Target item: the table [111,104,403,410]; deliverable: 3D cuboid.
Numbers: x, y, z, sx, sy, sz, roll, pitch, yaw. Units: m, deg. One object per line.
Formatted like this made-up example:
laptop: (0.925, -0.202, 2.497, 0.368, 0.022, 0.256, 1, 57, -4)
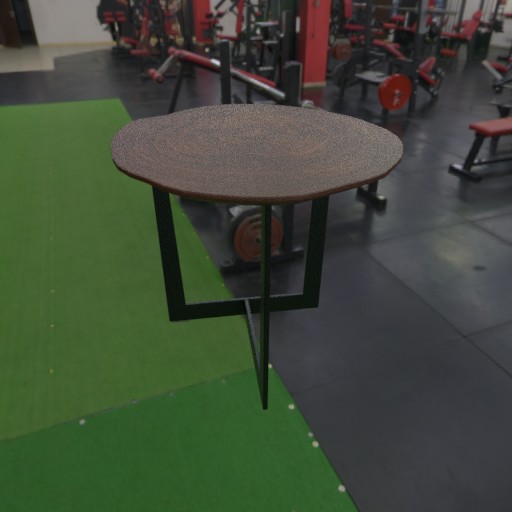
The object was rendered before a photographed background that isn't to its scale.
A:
table: (0.000, 0.000, 0.881, 0.477, 0.476, 0.494, -10, 33, -16)
